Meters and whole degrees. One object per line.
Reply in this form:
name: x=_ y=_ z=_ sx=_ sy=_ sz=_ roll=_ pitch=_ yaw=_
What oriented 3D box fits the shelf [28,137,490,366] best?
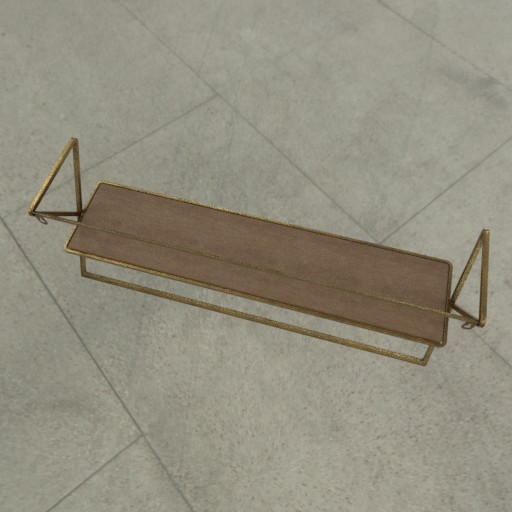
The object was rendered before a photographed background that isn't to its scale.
shelf: x=0.000 y=0.000 z=0.734 sx=0.645 sy=0.229 sz=0.150 roll=14 pitch=64 yaw=7
